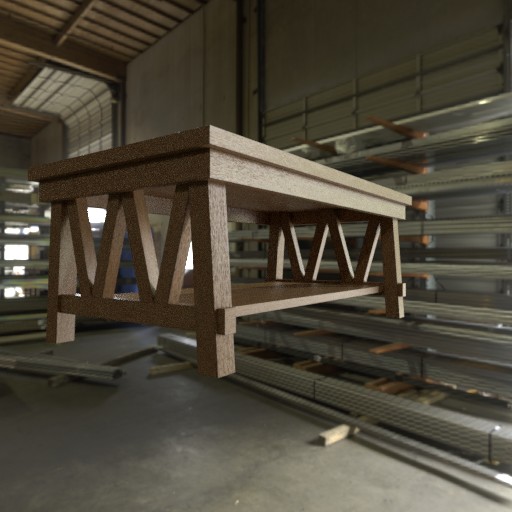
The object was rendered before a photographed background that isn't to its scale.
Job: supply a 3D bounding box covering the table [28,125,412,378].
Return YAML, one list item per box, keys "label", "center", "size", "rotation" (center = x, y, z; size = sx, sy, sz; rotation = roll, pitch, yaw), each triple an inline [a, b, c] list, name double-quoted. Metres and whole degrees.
- label: "table"
  center: [0.000, 0.000, 1.586]
  size: [0.711, 0.507, 1.270]
  rotation: [0, 0, 36]
